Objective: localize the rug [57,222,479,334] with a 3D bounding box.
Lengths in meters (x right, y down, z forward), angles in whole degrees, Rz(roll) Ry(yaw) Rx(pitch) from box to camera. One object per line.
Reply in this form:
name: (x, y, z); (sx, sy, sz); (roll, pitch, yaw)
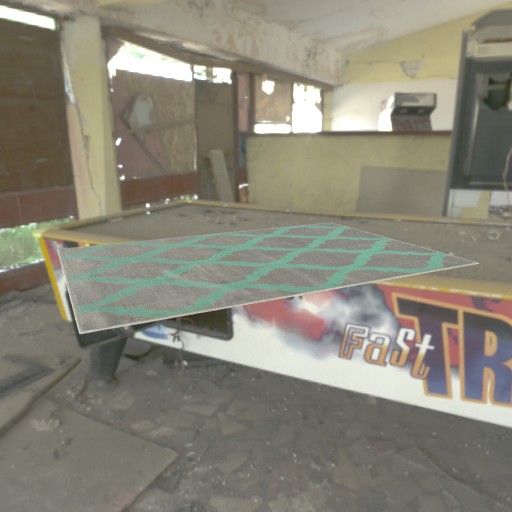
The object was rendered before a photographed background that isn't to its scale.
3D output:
rug: (0.000, 0.000, 2.873); (2.286, 0.006, 1.524); (-7, 16, -25)
